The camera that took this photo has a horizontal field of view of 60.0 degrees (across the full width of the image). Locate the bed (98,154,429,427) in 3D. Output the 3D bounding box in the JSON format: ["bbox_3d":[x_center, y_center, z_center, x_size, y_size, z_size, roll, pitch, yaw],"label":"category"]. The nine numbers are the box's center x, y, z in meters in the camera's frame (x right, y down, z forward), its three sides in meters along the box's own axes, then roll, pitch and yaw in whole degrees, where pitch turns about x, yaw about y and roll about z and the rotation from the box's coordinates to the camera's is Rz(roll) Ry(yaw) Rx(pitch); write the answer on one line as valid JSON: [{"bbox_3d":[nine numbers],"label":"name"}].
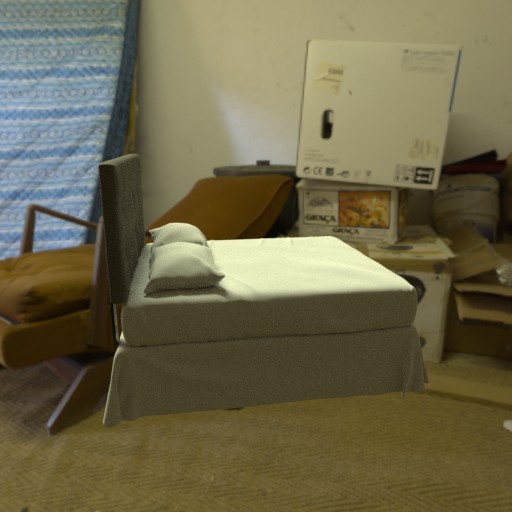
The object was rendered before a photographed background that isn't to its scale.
[{"bbox_3d":[0.000,0.000,3.589,2.222,1.577,1.936,-2,15,-9],"label":"bed"}]
